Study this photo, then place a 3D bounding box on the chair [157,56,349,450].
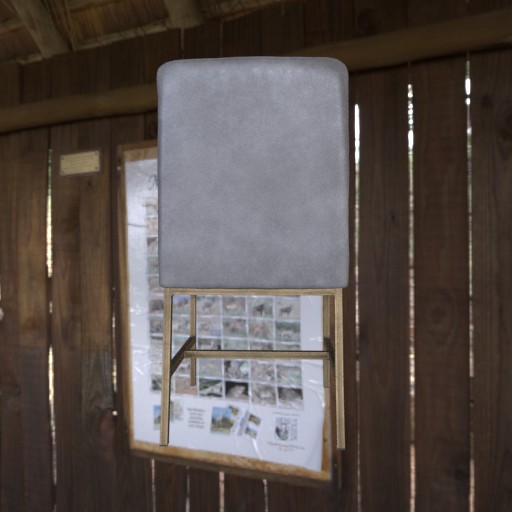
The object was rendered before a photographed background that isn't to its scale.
[{"bbox_3d":[0.000,0.000,1.265,0.508,0.889,0.587,0,0,3],"label":"chair"}]
